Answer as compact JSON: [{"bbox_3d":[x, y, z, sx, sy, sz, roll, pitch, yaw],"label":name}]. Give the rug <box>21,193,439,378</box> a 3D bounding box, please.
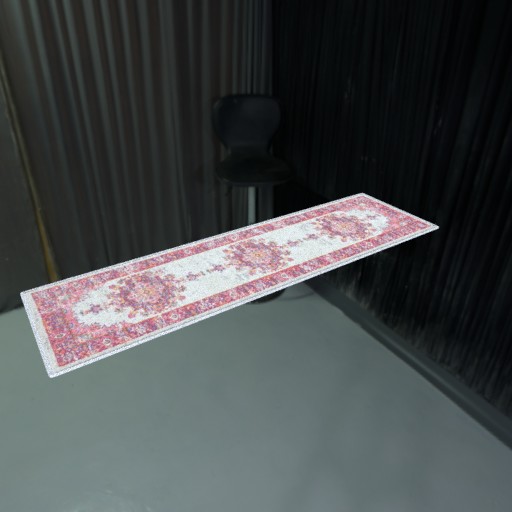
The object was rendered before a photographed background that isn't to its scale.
[{"bbox_3d":[0.000,0.000,2.446,2.294,0.011,0.666,-18,35,-28],"label":"rug"}]
